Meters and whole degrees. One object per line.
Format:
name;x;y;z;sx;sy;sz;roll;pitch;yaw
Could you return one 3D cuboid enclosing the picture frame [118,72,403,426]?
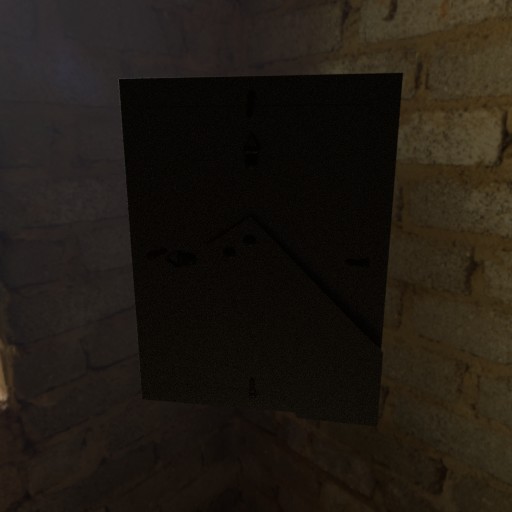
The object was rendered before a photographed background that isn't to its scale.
picture frame;0.000;0.000;0.275;0.157;0.208;0.028;2;15;8
